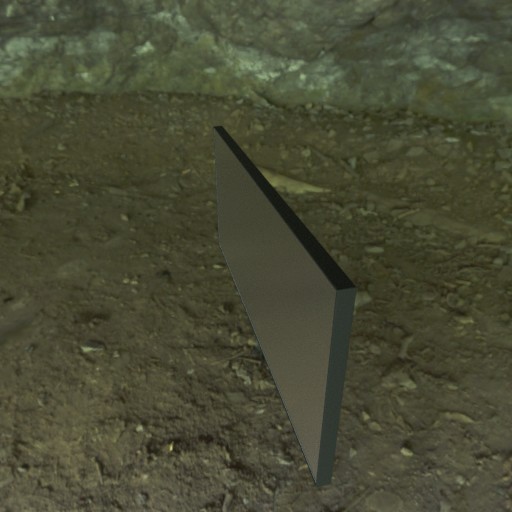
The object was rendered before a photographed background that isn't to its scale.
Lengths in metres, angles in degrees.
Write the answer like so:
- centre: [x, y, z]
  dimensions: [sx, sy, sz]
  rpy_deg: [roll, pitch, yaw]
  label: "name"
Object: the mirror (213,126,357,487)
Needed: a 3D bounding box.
- centre: [0.000, 0.000, 1.802]
  dimensions: [0.047, 0.692, 1.584]
  rpy_deg: [-7, 30, -13]
  label: "mirror"
